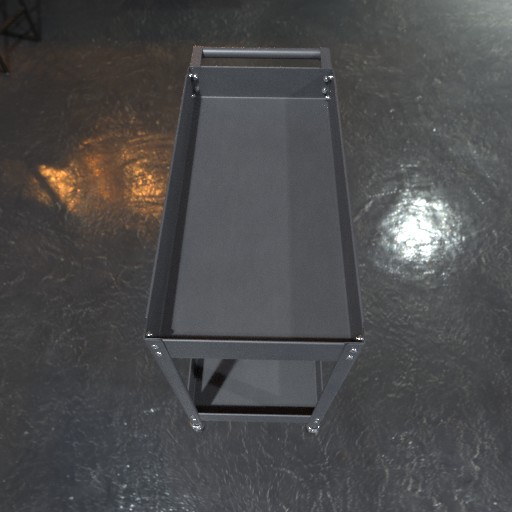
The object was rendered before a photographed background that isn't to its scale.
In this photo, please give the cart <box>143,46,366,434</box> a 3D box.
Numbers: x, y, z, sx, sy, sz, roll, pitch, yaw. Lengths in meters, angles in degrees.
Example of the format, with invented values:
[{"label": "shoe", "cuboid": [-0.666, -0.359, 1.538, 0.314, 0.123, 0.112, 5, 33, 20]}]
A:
[{"label": "cart", "cuboid": [0.000, 0.000, 1.169, 0.366, 0.719, 0.779, 1, 58, 1]}]
